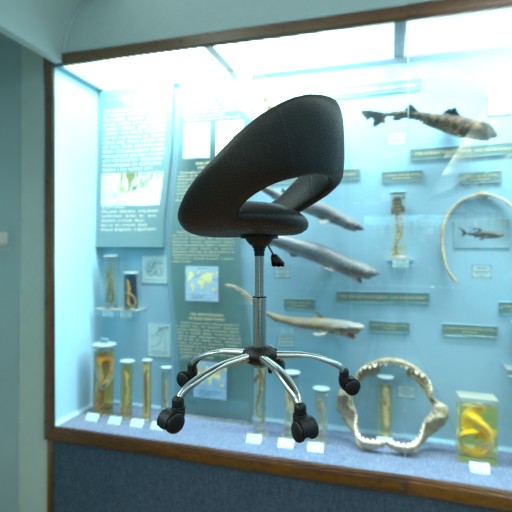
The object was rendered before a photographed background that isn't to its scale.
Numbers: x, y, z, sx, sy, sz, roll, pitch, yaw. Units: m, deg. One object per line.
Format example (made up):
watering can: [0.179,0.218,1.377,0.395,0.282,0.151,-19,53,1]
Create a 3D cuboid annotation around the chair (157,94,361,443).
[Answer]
chair: [0.000,0.000,1.223,0.538,0.791,0.612,0,0,19]
